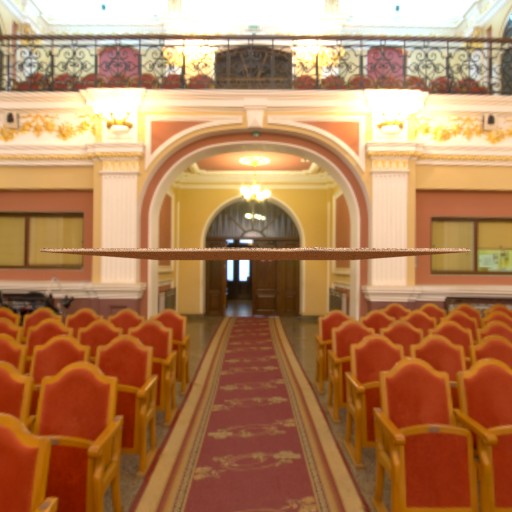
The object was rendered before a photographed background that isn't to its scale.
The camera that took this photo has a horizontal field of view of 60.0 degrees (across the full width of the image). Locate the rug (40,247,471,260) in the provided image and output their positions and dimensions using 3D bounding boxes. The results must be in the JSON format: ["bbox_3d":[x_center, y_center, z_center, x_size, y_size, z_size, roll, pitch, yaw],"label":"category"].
[{"bbox_3d":[0.000,0.000,4.003,2.429,0.030,3.052,0,-1,0],"label":"rug"}]
